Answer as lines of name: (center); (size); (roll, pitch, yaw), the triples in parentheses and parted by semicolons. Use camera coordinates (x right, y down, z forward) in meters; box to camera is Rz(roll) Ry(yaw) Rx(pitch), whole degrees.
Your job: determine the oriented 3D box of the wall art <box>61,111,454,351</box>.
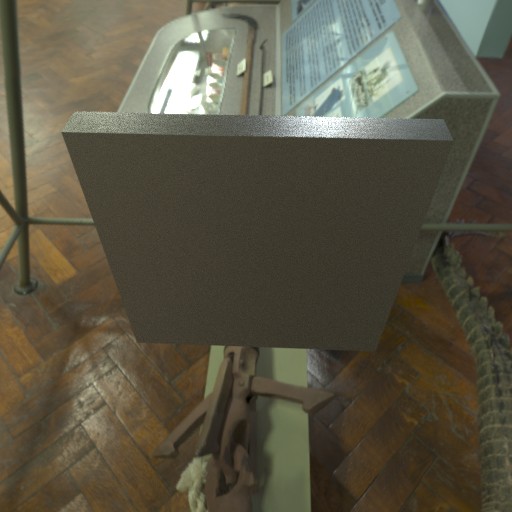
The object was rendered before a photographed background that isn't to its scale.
wall art: (0.000, 0.000, 0.534); (0.350, 0.350, 0.038); (2, 47, 2)
